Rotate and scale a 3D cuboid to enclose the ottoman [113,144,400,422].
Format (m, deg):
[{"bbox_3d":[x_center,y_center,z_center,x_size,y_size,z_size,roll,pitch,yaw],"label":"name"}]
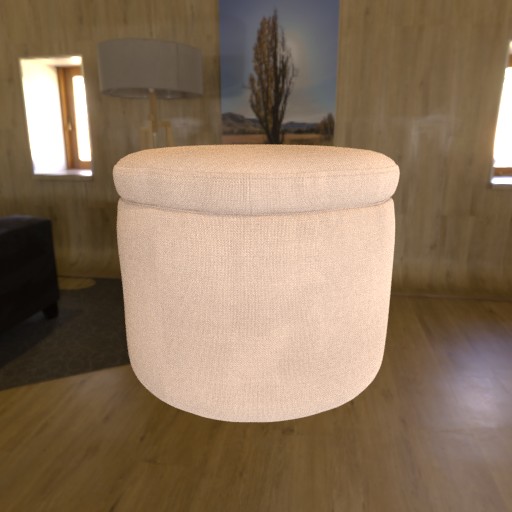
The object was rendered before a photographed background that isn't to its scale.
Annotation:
[{"bbox_3d":[0.000,0.000,0.842,0.497,0.409,0.497,0,15,0],"label":"ottoman"}]
